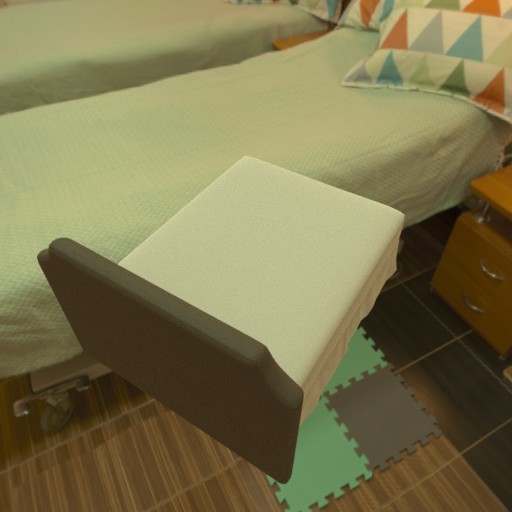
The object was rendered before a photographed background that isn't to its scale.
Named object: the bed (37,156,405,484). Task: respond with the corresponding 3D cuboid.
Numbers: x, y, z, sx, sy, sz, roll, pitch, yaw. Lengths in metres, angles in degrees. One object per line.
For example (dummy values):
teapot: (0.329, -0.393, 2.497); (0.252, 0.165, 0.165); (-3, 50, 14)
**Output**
bed: (0.000, 0.000, 3.293); (1.831, 1.297, 2.181); (25, 51, 22)
